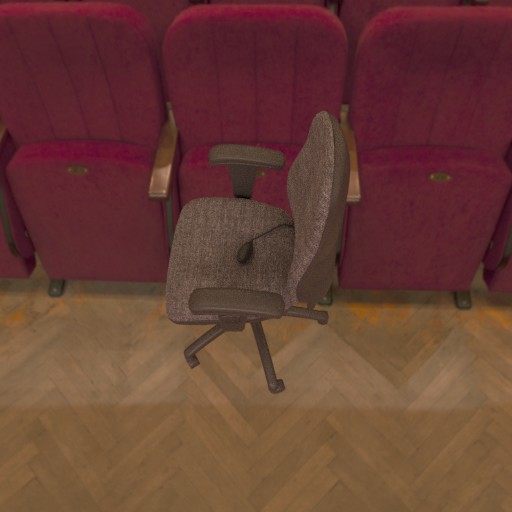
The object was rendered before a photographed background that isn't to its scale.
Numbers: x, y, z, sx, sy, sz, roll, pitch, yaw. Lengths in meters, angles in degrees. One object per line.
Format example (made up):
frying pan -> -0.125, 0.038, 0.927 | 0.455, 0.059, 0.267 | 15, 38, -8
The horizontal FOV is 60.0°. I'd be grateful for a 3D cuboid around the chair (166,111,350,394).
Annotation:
chair -> 0.000, 0.000, 1.281 | 0.530, 0.910, 0.550 | 2, 58, 1
